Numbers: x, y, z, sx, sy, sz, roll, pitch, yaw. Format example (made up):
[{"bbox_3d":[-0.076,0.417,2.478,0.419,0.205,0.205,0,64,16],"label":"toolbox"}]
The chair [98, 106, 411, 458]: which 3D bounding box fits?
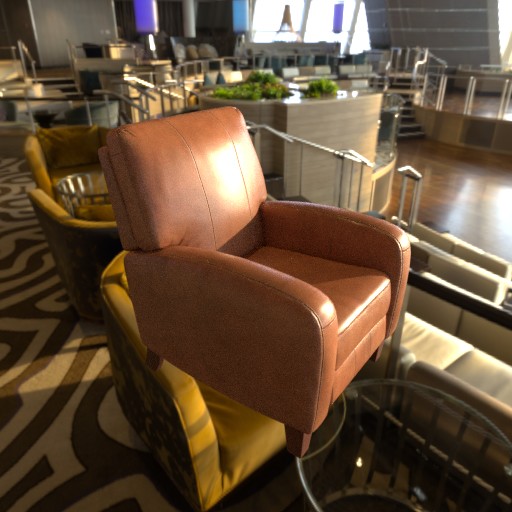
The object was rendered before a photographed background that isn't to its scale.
[{"bbox_3d":[0.000,0.000,1.715,0.990,0.990,0.762,19,32,33],"label":"chair"}]
